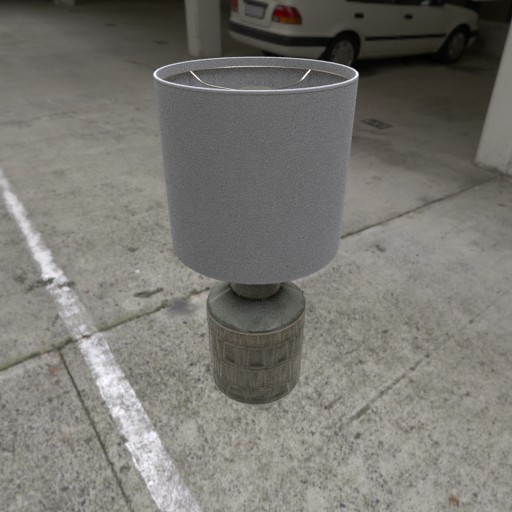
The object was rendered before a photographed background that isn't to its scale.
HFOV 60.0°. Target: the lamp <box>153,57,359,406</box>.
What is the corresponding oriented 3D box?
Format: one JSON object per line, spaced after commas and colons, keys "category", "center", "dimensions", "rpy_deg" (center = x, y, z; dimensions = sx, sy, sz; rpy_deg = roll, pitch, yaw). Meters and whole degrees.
{"category": "lamp", "center": [0.000, 0.000, 0.582], "dimensions": [0.211, 0.455, 0.211], "rpy_deg": [-21, 37, -30]}
